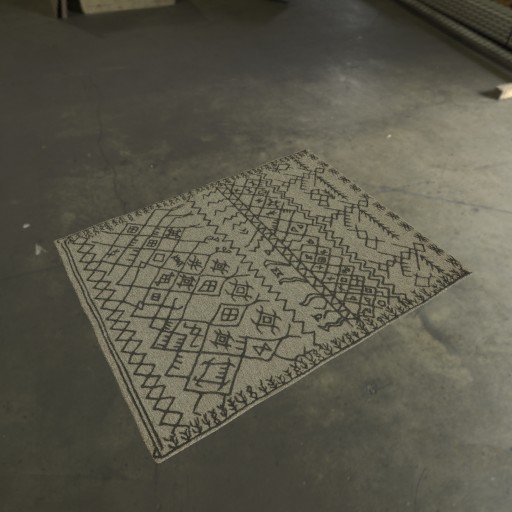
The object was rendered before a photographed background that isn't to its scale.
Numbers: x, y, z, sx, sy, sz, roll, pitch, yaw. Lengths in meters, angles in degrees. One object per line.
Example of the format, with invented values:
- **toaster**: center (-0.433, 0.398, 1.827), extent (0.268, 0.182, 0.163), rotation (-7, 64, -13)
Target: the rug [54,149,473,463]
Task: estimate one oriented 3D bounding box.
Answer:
- **rug**: center (0.000, 0.000, 3.273), extent (2.455, 0.025, 1.964), rotation (-24, 50, -22)
